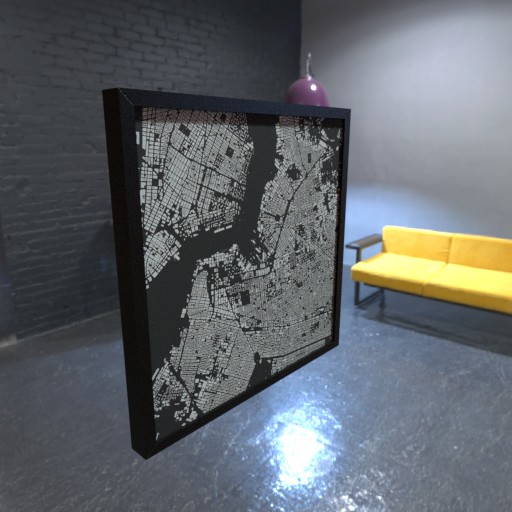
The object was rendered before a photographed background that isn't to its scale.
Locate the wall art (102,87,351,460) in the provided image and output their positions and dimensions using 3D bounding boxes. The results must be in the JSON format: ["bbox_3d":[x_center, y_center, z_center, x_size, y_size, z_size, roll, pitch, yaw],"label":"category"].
[{"bbox_3d":[0.000,0.000,0.767,0.038,0.506,0.506,13,20,41],"label":"wall art"}]
